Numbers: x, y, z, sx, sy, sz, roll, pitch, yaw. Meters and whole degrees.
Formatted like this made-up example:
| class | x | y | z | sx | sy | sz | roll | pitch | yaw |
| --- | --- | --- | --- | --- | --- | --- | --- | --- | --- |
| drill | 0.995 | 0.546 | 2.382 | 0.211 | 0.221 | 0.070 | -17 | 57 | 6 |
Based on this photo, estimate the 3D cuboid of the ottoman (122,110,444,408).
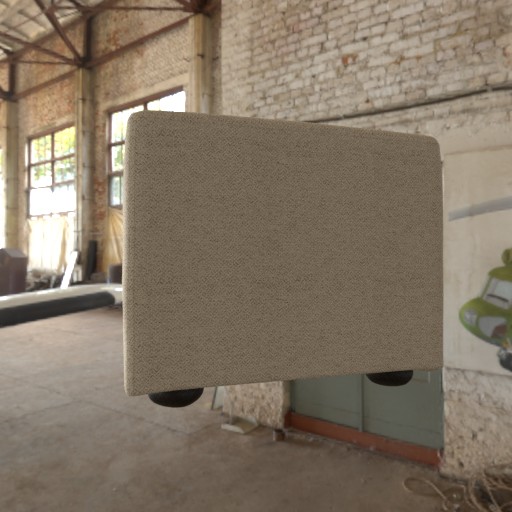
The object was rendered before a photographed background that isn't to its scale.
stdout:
| class | x | y | z | sx | sy | sz | roll | pitch | yaw |
| --- | --- | --- | --- | --- | --- | --- | --- | --- | --- |
| ottoman | 0.000 | 0.000 | 0.902 | 0.521 | 0.453 | 0.512 | 0 | 0 | -17 |
